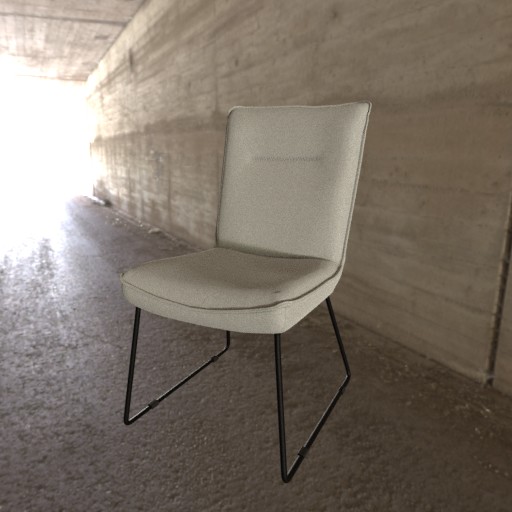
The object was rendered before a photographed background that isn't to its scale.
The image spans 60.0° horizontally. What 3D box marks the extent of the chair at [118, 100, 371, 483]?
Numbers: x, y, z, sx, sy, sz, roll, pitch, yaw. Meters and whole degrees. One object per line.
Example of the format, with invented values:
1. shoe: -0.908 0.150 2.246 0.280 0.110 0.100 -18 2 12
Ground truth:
1. chair: 0.000 0.000 1.344 0.515 0.930 0.688 7 15 26
